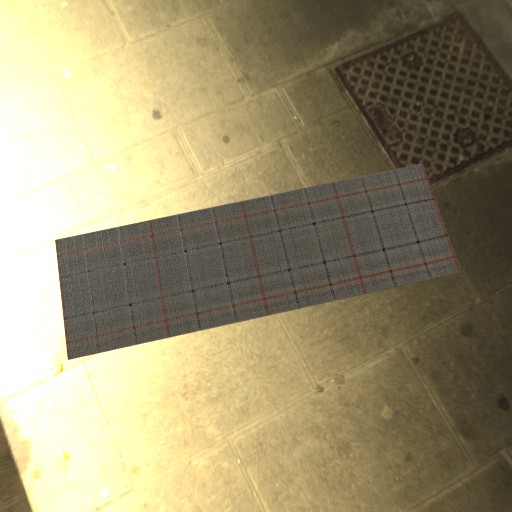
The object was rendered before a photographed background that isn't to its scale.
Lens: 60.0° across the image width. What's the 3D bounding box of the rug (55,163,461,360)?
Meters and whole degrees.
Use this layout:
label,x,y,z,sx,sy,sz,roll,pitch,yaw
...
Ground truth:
label,x,y,z,sx,sy,sz,roll,pitch,yaw
rug,0.000,0.000,2.778,2.439,0.008,0.762,-12,75,-3
